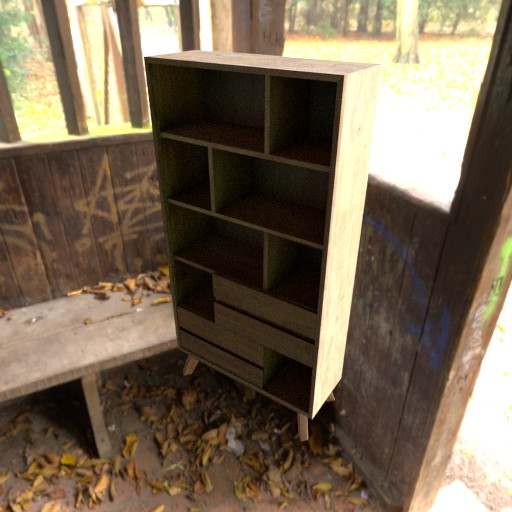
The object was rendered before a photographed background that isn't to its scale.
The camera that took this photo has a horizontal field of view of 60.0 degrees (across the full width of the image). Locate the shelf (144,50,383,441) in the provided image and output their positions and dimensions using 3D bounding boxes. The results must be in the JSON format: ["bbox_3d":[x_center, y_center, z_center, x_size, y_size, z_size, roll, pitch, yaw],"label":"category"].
[{"bbox_3d":[0.000,0.000,1.807,0.748,1.471,0.308,19,35,29],"label":"shelf"}]
